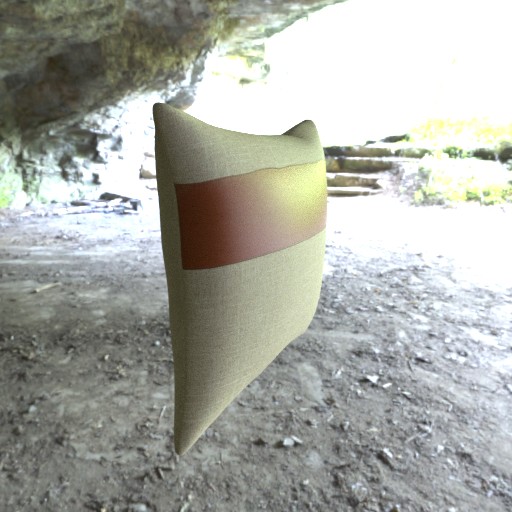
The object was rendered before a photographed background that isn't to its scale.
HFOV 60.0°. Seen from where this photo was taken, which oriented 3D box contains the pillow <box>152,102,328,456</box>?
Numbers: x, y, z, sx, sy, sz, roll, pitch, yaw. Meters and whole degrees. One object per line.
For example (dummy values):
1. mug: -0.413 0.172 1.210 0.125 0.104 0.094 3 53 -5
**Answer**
1. pillow: 0.000 0.000 0.648 0.173 0.399 0.414 7 16 27
